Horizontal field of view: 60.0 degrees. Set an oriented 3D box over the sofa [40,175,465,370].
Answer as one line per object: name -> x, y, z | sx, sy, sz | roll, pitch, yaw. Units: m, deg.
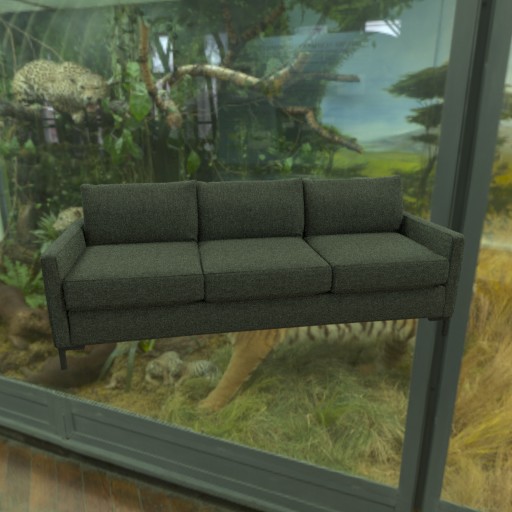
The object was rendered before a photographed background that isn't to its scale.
sofa -> 0.000, 0.000, 2.708 | 2.253, 0.879, 0.876 | -3, 18, -9
